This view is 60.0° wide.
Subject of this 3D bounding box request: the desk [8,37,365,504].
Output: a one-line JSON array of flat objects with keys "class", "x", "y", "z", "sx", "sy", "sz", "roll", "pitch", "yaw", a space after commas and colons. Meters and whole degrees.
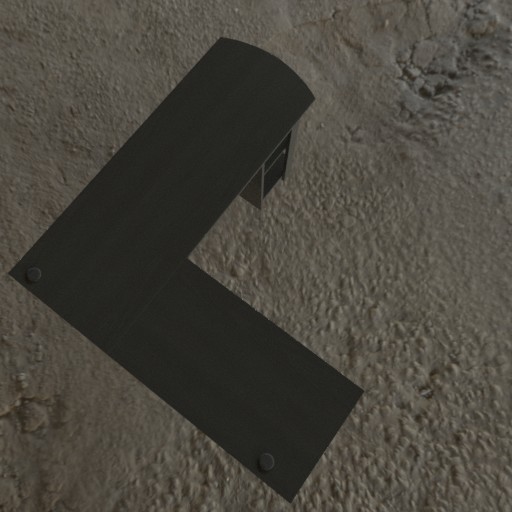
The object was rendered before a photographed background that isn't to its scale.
[{"class": "desk", "x": 0.000, "y": 0.000, "z": 2.040, "sx": 1.303, "sy": 0.716, "sz": 1.361, "roll": 36, "pitch": 79, "yaw": 8}]
